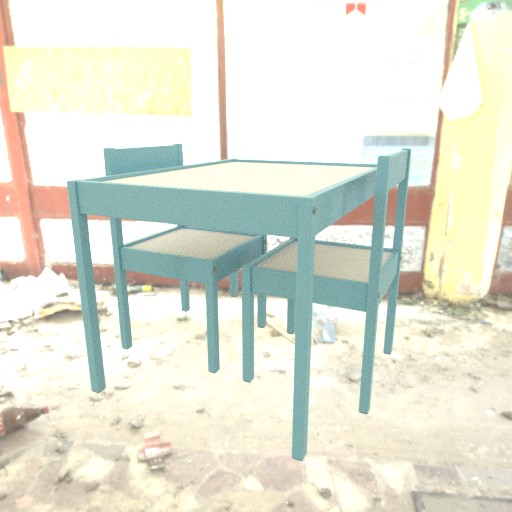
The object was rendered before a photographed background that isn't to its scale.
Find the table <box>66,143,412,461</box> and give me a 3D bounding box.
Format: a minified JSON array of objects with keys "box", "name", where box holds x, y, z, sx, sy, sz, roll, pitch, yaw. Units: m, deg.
[{"box":[0.000,0.000,1.062,0.633,0.503,0.639,8,18,25],"name":"table"}]
